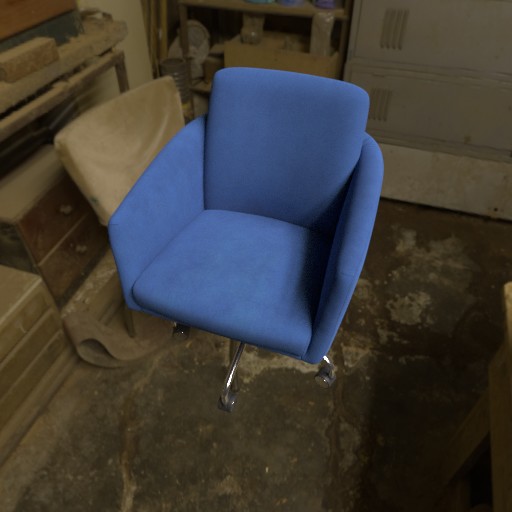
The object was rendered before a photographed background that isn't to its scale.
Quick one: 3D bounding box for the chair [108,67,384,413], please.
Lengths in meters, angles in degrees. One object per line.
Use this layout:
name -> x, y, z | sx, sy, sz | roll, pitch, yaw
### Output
chair -> 0.000, 0.000, 1.346 | 0.641, 0.908, 0.635 | 14, 45, 15
